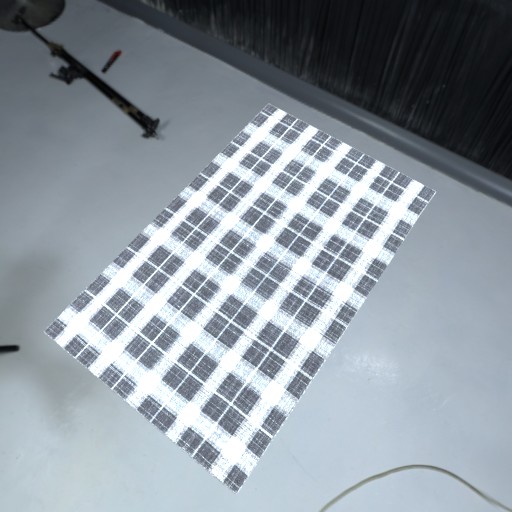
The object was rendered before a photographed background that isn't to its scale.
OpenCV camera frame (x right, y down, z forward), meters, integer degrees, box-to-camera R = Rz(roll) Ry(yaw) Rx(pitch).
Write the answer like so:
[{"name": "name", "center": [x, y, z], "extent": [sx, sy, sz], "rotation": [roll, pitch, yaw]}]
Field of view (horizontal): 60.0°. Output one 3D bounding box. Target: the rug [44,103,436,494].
[{"name": "rug", "center": [0.000, 0.000, 3.009], "extent": [1.520, 0.015, 2.434], "rotation": [33, 67, 16]}]
